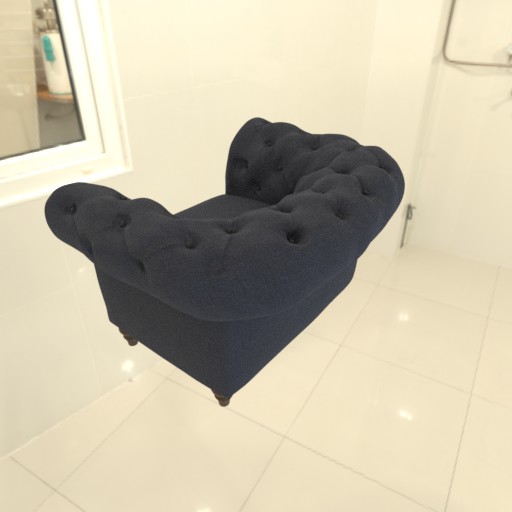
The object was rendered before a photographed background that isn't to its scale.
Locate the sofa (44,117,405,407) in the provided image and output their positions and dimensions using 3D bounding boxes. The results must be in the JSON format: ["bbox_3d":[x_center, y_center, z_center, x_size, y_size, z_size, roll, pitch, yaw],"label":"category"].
[{"bbox_3d":[0.000,0.000,2.007,1.032,0.878,1.405,22,38,31],"label":"sofa"}]
